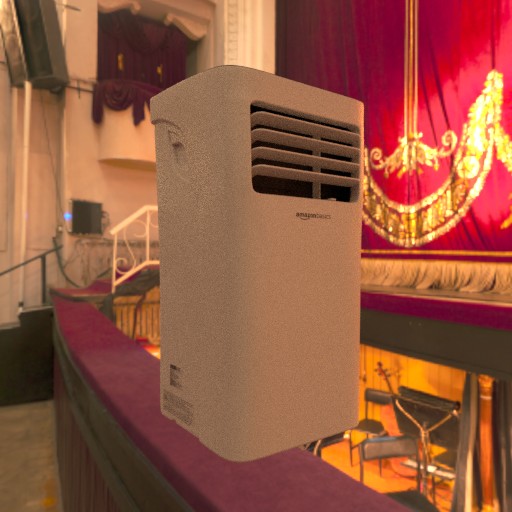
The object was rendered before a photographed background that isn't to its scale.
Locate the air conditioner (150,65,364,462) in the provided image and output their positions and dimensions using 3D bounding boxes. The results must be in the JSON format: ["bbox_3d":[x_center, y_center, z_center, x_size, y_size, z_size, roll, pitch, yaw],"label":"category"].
[{"bbox_3d":[0.000,0.000,0.944,0.352,0.716,0.369,0,0,-35],"label":"air conditioner"}]
